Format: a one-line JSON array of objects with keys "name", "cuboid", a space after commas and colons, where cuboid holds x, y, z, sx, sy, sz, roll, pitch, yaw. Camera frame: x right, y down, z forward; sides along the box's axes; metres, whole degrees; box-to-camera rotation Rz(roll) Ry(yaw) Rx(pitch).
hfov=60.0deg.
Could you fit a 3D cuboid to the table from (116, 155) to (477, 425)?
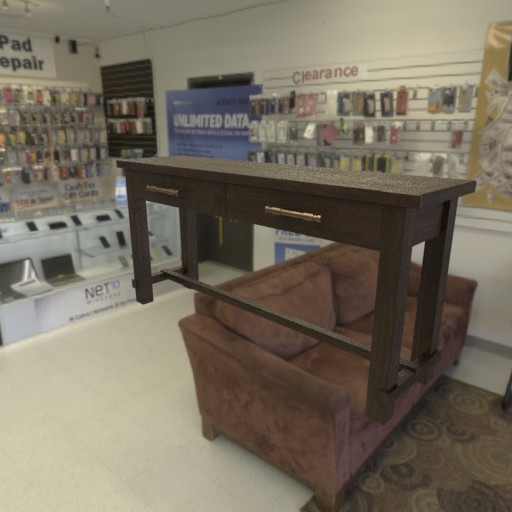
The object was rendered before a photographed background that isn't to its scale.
[{"name": "table", "cuboid": [0.000, 0.000, 1.949, 1.599, 0.762, 0.442, 16, 23, 42]}]
